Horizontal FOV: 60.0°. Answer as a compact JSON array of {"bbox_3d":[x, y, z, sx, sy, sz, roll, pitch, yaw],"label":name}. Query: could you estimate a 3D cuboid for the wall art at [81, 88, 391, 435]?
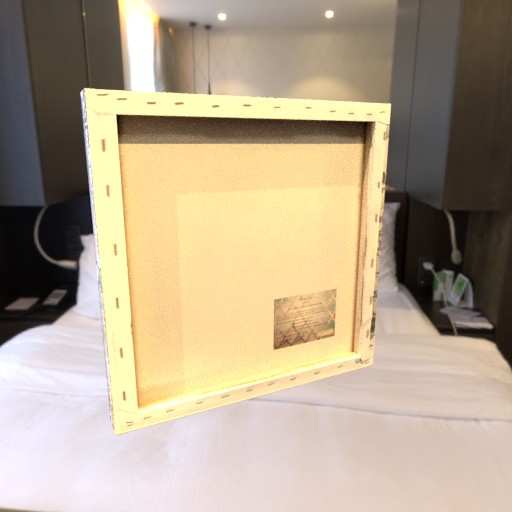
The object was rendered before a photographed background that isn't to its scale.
[{"bbox_3d":[0.000,0.000,0.608,0.411,0.410,0.038,-7,16,-25],"label":"wall art"}]
